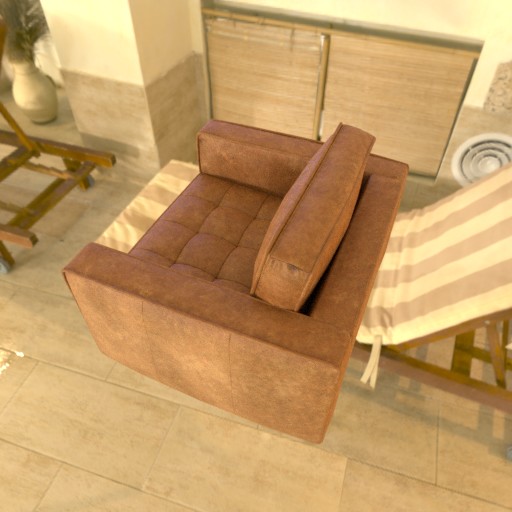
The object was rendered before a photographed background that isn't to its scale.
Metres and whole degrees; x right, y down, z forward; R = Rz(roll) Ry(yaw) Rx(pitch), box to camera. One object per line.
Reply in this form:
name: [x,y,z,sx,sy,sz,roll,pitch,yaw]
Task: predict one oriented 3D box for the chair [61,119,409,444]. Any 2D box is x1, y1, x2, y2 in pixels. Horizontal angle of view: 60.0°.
chair: [0.000,0.000,1.511,0.798,0.767,0.928,17,49,16]
